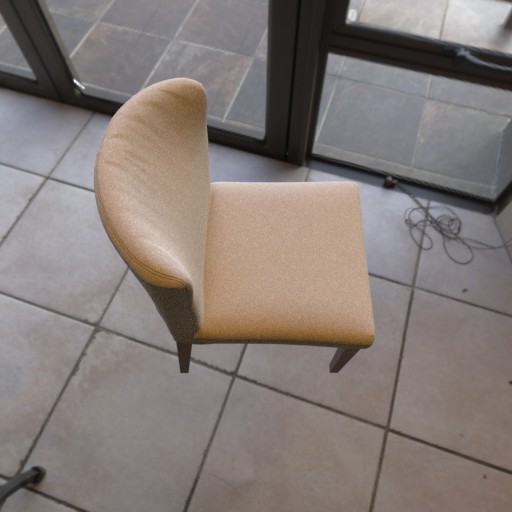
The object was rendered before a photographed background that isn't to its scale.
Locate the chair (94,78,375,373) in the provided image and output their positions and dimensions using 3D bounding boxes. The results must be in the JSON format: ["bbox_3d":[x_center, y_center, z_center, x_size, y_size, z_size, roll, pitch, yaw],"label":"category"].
[{"bbox_3d":[0.000,0.000,1.180,0.592,0.839,0.491,0,63,0],"label":"chair"}]
